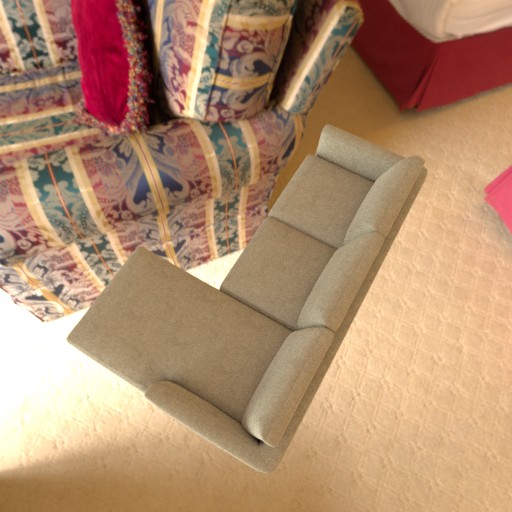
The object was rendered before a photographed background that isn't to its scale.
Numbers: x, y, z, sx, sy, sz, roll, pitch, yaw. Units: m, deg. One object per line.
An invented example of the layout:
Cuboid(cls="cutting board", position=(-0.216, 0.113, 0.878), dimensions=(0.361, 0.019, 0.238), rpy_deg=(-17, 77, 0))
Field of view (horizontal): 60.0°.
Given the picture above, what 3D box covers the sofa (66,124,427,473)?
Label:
Cuboid(cls="sofa", position=(0.000, 0.000, 3.222), dimensions=(1.626, 0.864, 2.438), rpy_deg=(28, 67, 13))
